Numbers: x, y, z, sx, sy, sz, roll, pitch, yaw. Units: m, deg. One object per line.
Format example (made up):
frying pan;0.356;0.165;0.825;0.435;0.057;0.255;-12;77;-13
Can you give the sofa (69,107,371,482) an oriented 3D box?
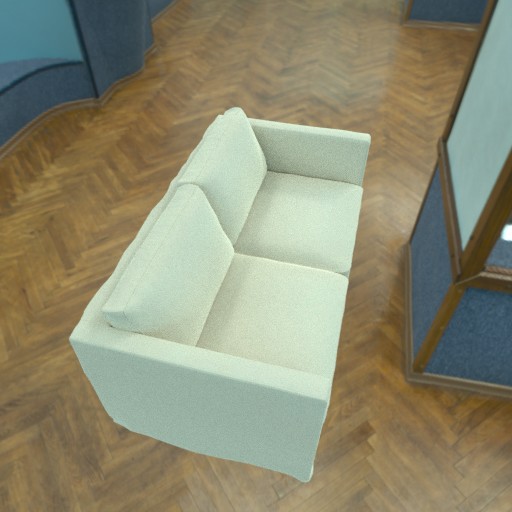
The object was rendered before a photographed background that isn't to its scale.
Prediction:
sofa;0.000;0.000;2.277;0.962;0.834;1.746;11;46;10
